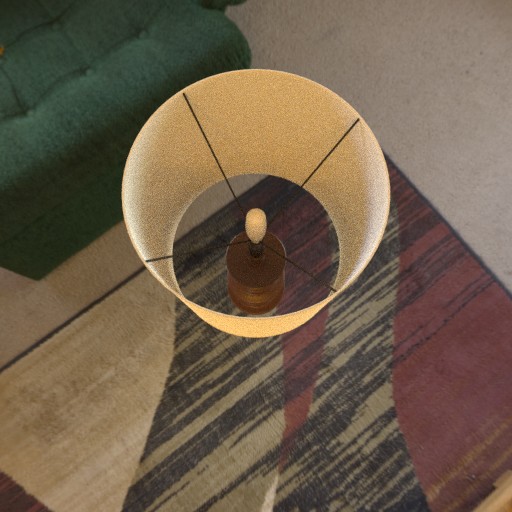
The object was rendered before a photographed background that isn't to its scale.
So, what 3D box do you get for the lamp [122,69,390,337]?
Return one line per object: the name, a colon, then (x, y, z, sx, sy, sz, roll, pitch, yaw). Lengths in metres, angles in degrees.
lamp: (0.000, 0.000, 0.566, 0.208, 0.455, 0.208, 34, 78, 8)
